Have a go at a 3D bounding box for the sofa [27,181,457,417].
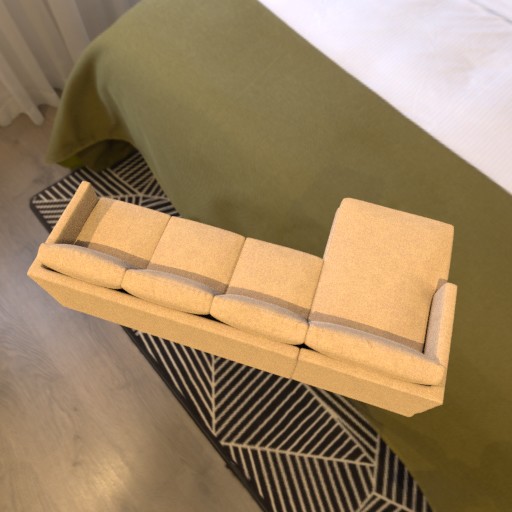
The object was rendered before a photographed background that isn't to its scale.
[{"bbox_3d":[0.000,0.000,3.768,3.198,0.920,1.638,16,65,8],"label":"sofa"}]
